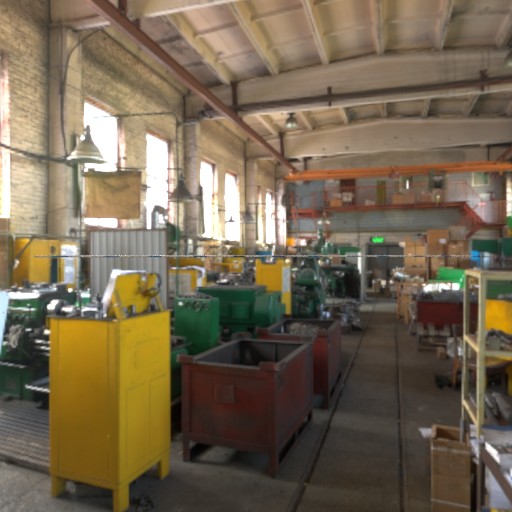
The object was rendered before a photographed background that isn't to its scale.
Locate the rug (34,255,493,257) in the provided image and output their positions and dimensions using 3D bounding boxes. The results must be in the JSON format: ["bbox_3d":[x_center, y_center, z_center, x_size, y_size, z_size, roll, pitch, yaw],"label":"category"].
[{"bbox_3d":[0.000,0.000,2.984,2.439,0.008,1.531,0,0,-16],"label":"rug"}]
